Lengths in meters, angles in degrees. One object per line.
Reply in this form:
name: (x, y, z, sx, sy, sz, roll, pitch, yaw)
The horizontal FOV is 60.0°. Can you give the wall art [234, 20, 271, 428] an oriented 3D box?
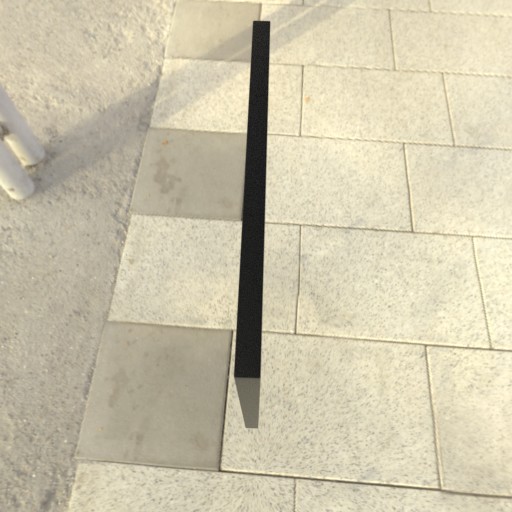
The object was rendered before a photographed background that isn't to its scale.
wall art: (0.000, 0.000, 1.128, 0.038, 0.761, 0.755, 2, 64, 1)
